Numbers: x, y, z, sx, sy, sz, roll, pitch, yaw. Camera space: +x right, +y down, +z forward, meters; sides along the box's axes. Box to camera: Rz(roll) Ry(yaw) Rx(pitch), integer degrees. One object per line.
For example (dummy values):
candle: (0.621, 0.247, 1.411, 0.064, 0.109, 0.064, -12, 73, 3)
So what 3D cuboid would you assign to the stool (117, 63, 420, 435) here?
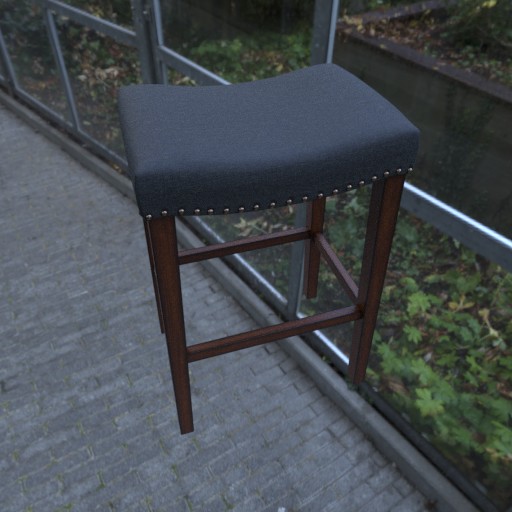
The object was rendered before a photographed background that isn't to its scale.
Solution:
stool: (0.000, 0.000, 1.033, 0.502, 0.748, 0.366, -12, 43, -13)
